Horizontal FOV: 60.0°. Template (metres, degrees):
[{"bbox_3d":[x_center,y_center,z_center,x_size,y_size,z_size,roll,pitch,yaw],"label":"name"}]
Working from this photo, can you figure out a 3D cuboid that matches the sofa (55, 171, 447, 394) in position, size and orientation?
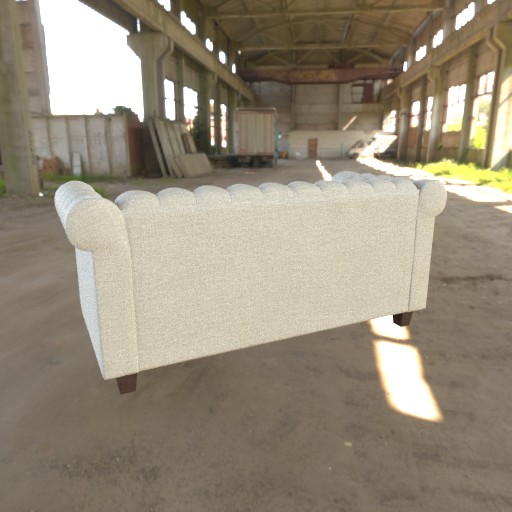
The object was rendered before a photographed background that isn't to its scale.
[{"bbox_3d":[0.000,0.000,2.271,1.798,0.797,0.783,-7,16,-26],"label":"sofa"}]
